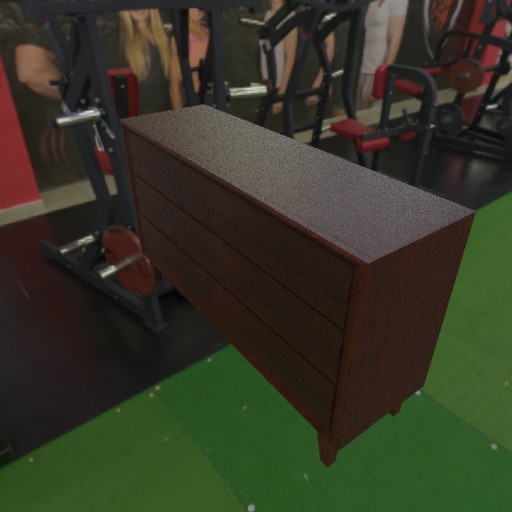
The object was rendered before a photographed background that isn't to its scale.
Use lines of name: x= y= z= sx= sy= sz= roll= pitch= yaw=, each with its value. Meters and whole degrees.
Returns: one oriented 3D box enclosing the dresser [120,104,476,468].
dresser: x=0.000 y=0.000 z=2.040 sx=0.499 sy=0.971 sz=1.609 roll=-22 pitch=39 yaw=-30
